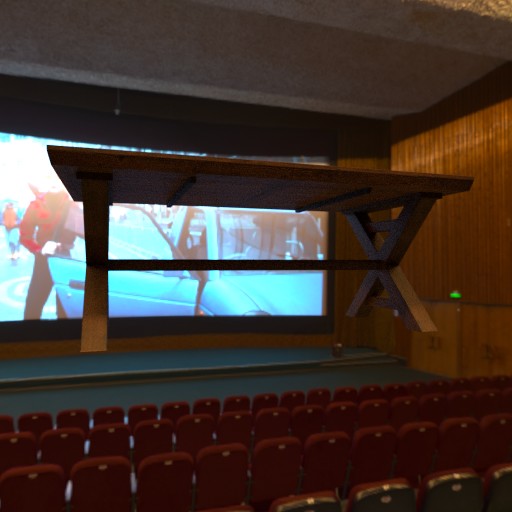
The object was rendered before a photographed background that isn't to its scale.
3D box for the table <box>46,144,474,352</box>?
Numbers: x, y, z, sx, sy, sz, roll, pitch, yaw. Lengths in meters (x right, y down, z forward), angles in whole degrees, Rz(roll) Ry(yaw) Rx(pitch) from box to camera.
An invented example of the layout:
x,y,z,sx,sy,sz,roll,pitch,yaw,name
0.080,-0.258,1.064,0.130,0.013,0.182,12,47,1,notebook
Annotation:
x,y,z,sx,sy,sz,roll,pitch,yaw,name
0.000,0.000,2.435,1.966,0.793,1.071,0,-1,-18,table
